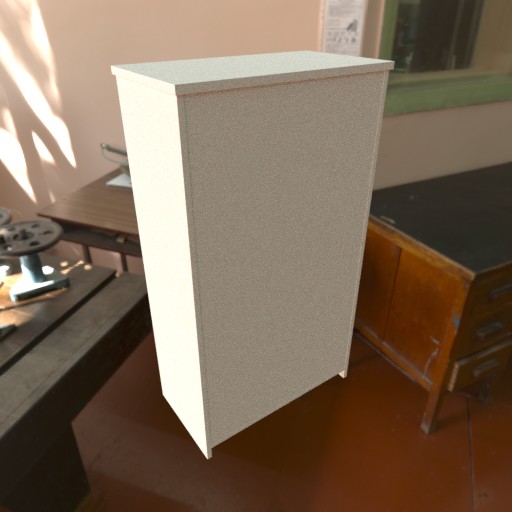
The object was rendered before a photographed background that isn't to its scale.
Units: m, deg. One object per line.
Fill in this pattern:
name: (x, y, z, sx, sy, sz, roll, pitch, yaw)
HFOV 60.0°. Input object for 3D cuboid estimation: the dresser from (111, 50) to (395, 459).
dresser: (0.000, 0.000, 1.562, 0.704, 1.255, 0.399, -20, 35, -30)
